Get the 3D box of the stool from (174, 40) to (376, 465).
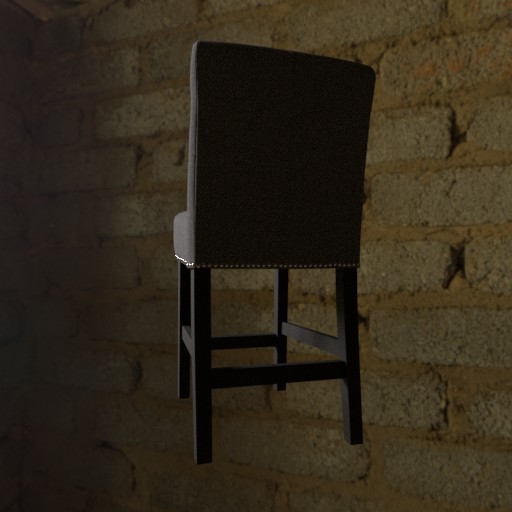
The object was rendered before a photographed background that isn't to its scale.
[{"bbox_3d":[0.000,0.000,1.199,0.427,0.885,0.571,0,-1,-17],"label":"stool"}]
